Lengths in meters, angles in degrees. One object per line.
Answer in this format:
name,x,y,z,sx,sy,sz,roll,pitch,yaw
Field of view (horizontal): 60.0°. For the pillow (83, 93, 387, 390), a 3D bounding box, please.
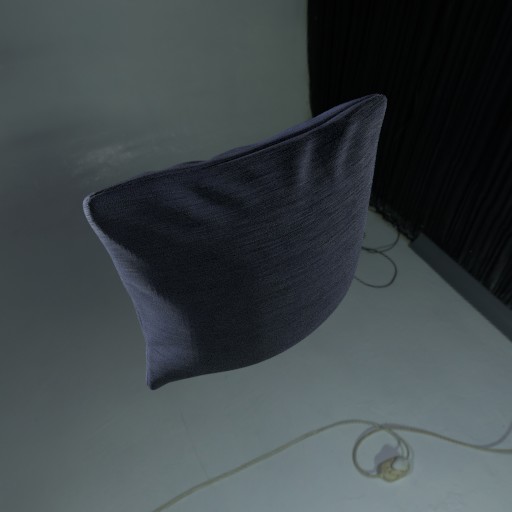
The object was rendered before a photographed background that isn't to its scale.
pillow,0.000,0.000,0.682,0.432,0.414,0.246,-25,51,-22
